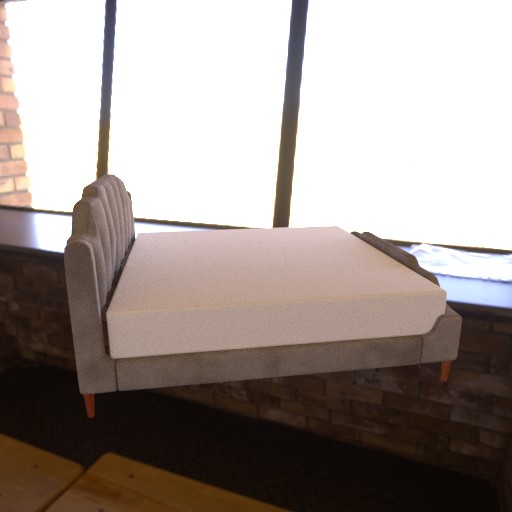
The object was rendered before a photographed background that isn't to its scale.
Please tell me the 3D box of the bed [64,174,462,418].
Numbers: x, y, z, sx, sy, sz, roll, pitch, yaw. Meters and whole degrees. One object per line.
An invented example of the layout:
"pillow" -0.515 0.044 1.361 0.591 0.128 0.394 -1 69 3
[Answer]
"bed" 0.000 0.000 3.508 2.340 1.245 2.074 -3 16 -9
